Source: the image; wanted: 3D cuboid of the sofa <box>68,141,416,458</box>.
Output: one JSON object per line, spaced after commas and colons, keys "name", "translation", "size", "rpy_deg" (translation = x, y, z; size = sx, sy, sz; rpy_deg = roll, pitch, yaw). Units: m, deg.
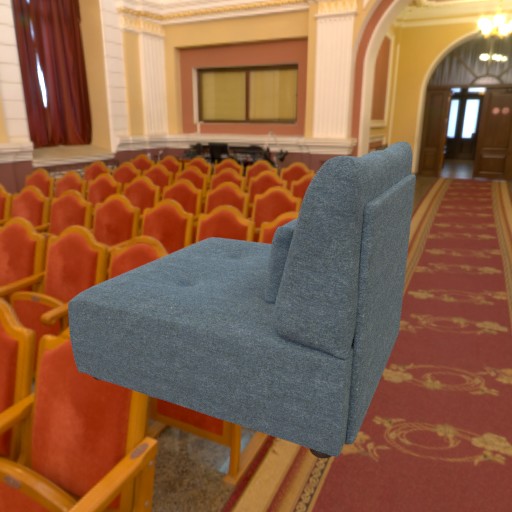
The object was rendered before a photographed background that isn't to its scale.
{"name": "sofa", "translation": [0.000, 0.000, 1.672], "size": [1.000, 0.820, 0.930], "rpy_deg": [8, 19, 25]}
